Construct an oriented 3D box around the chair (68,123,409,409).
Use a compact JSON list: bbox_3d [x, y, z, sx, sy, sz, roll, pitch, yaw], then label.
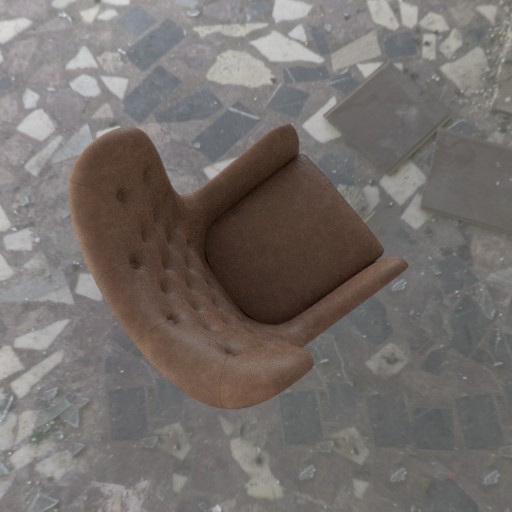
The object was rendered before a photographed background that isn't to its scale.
[{"bbox_3d":[0.000,0.000,1.659,0.930,1.079,0.831,-35,78,-8],"label":"chair"}]
